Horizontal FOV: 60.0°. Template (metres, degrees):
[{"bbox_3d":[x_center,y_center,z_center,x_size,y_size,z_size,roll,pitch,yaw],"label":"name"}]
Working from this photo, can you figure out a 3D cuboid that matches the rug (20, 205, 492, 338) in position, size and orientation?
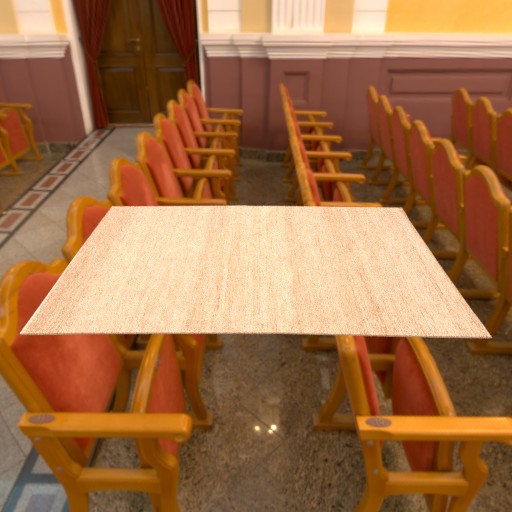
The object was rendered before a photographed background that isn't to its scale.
[{"bbox_3d":[0.000,0.000,2.872,2.346,0.029,1.574,0,30,1],"label":"rug"}]
